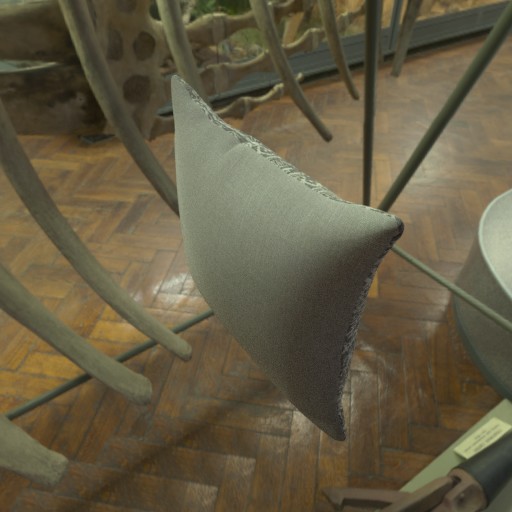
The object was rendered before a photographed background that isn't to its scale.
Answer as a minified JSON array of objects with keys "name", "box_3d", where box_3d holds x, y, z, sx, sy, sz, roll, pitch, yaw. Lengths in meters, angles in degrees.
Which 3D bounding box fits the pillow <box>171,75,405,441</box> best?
[{"name":"pillow","box_3d":[0.000,0.000,0.790,0.180,0.487,0.546,-24,47,-25]}]
